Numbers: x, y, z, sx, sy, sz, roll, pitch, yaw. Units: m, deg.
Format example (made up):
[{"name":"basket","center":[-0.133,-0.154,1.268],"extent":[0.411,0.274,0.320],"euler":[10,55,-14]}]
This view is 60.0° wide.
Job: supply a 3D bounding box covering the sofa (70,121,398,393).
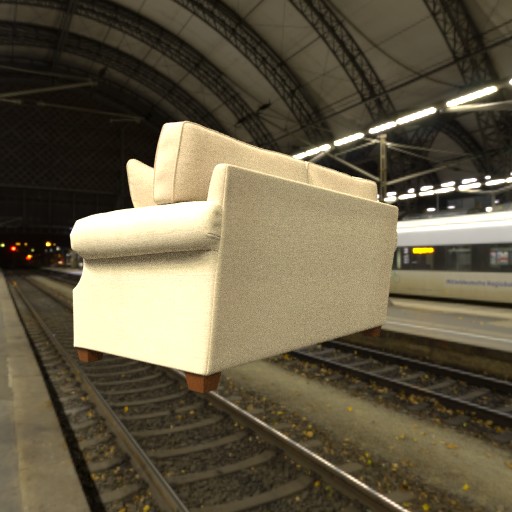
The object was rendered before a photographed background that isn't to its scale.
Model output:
[{"name":"sofa","center":[0.000,0.000,2.343],"extent":[0.966,0.966,1.701],"euler":[0,-1,39]}]
